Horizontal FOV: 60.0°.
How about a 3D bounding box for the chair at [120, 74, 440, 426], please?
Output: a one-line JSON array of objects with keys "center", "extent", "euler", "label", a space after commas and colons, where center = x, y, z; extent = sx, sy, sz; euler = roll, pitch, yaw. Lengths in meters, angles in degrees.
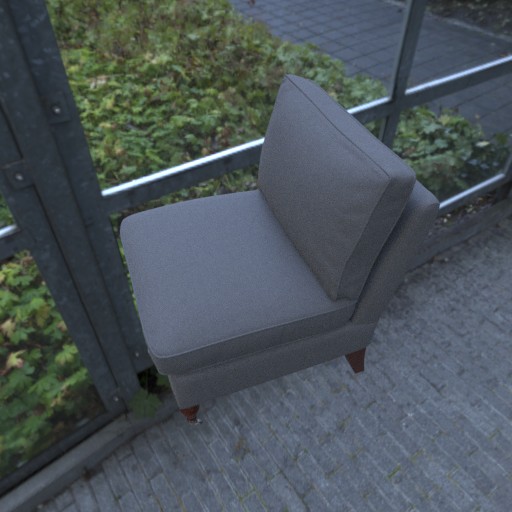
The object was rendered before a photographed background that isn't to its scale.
[{"center": [0.000, 0.000, 1.672], "extent": [0.924, 1.045, 0.724], "euler": [-15, 47, -15], "label": "chair"}]
